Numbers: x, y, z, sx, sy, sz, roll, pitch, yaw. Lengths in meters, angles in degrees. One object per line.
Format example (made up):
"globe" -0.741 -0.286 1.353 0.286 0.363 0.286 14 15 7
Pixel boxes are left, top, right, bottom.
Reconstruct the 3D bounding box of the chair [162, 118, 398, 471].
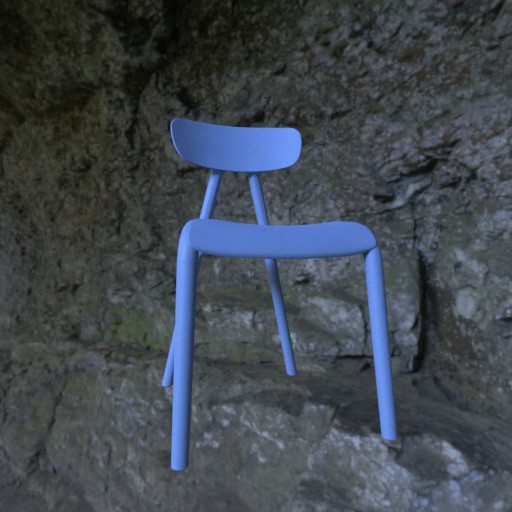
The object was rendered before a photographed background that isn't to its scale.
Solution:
"chair" 0.000 0.000 0.836 0.356 0.580 0.401 0 1 -17
